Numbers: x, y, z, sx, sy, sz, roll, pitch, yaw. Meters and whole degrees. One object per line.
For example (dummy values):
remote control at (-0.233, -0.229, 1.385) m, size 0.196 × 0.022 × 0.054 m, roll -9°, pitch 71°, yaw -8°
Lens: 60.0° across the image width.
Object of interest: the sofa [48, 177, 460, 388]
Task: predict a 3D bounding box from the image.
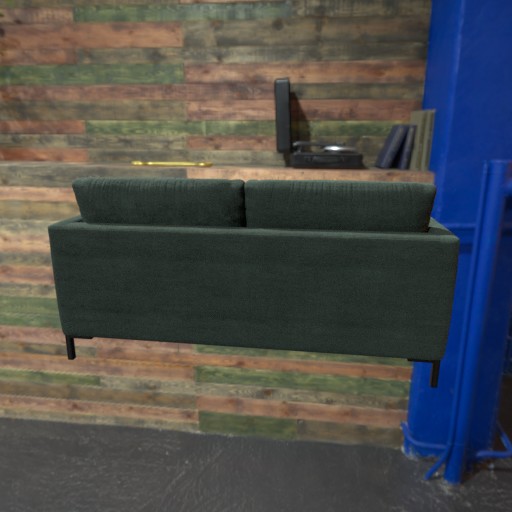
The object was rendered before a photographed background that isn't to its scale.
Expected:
sofa at (0.000, 0.000, 2.202) m, size 1.676 × 0.817 × 0.875 m, roll 2°, pitch 15°, yaw 8°
